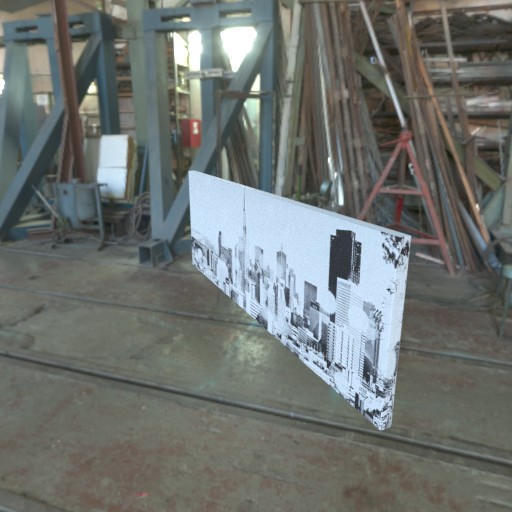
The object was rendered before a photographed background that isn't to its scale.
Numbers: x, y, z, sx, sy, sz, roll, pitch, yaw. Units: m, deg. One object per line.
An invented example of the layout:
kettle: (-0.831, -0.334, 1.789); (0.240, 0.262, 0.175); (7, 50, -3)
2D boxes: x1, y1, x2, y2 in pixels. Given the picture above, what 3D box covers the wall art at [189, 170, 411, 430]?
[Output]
wall art: (0.000, 0.000, 1.714); (0.039, 0.507, 1.520); (-8, 19, -25)
